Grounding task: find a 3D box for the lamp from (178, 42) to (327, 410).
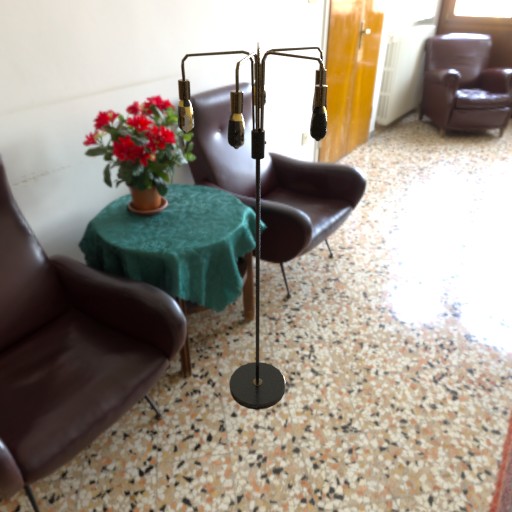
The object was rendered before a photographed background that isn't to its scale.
[{"bbox_3d":[0.000,0.000,2.022,0.572,1.721,0.599,0,32,0],"label":"lamp"}]
